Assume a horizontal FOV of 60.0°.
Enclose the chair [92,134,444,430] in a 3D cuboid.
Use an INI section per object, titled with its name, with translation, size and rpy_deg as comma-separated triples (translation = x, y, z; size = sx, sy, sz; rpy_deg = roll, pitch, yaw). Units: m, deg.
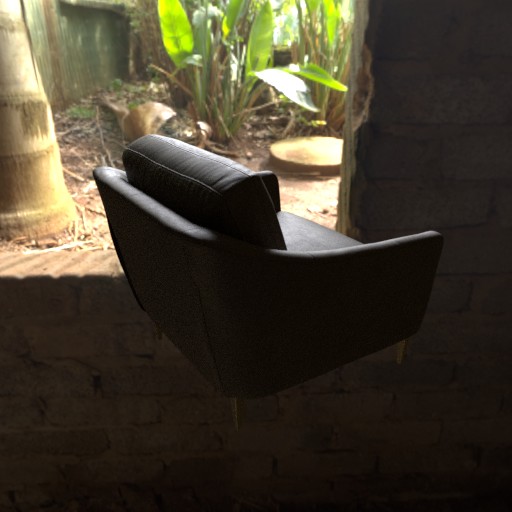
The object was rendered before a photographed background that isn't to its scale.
[chair]
translation = 0.000, 0.000, 1.713
size = 0.961, 0.901, 0.988
rpy_deg = -19, 33, -32
